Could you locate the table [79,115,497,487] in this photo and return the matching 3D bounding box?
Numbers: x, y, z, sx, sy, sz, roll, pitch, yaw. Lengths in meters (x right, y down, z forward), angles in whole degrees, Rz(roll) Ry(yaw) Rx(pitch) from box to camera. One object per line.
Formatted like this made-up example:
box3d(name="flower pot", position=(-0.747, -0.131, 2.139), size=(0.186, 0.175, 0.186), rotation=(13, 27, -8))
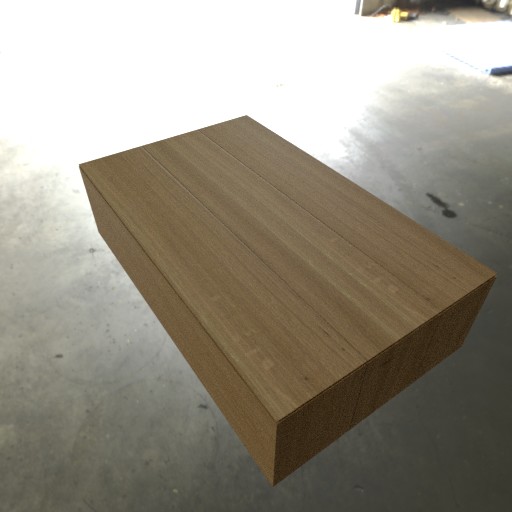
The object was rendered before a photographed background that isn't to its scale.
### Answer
box3d(name="table", position=(0.000, 0.000, 1.402), size=(0.678, 0.353, 1.110), rotation=(-25, 47, -25))
